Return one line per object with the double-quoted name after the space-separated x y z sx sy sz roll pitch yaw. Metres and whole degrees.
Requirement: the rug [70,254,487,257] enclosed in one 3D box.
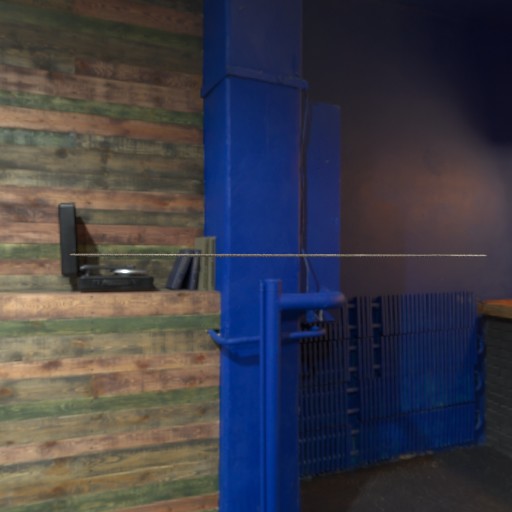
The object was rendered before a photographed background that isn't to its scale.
0.000 0.000 4.194 3.048 0.012 2.444 0 0 -18 "rug"
